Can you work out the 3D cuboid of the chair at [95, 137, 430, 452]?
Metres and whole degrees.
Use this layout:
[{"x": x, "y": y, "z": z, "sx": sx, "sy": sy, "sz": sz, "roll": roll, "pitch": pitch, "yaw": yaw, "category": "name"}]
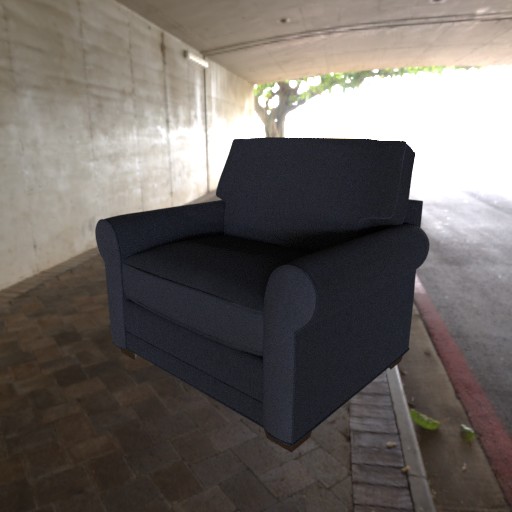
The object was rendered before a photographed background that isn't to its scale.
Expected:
[{"x": 0.000, "y": 0.000, "z": 2.028, "sx": 1.285, "sy": 1.044, "sz": 0.963, "roll": 14, "pitch": 21, "yaw": 40, "category": "chair"}]
